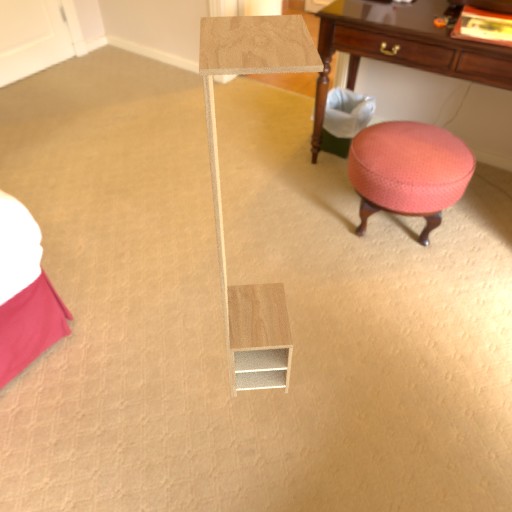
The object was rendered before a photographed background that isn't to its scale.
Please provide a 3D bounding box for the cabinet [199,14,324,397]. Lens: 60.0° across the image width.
[{"bbox_3d":[0.000,0.000,2.011,0.338,1.879,0.411,-3,46,-3],"label":"cabinet"}]
